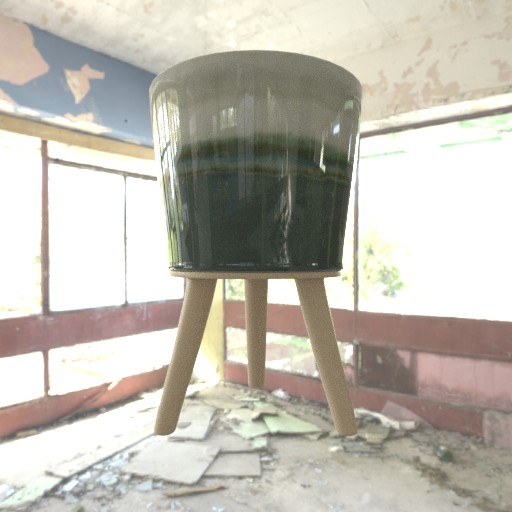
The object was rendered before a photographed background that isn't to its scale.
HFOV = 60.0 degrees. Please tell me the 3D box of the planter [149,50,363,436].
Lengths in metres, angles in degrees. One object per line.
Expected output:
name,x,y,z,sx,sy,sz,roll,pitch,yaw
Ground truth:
planter,0.000,0.000,0.460,0.217,0.331,0.217,0,0,-17
